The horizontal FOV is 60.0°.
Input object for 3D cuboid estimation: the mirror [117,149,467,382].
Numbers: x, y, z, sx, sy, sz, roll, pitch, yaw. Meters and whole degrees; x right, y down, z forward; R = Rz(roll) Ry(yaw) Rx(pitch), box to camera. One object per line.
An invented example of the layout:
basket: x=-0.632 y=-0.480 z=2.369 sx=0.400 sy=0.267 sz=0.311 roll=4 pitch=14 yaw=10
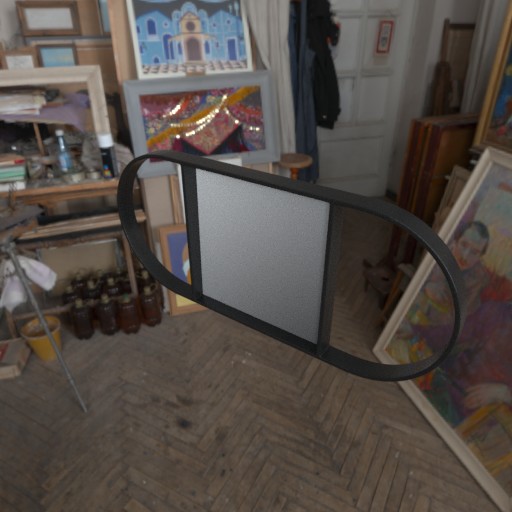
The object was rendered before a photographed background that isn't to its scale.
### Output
mirror: x=0.000 y=0.000 z=0.660 sx=0.584 sy=0.254 sz=0.032 roll=20 pitch=36 yaw=30
